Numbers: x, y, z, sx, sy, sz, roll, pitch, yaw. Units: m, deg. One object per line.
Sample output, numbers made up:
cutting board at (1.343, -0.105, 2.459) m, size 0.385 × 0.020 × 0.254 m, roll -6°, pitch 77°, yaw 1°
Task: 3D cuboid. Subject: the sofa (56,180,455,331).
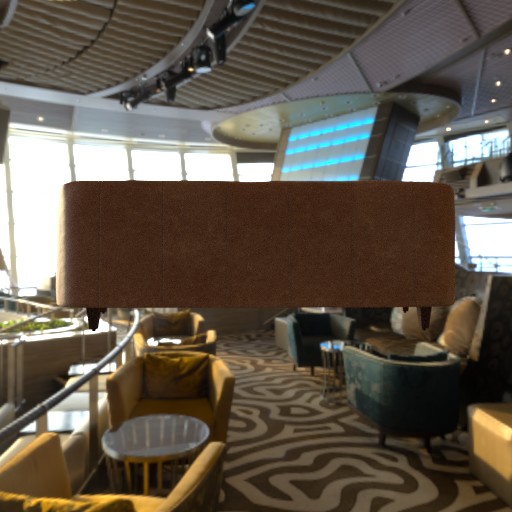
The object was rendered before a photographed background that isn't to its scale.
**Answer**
sofa at (0.000, 0.000, 2.692) m, size 2.257 × 0.791 × 0.922 m, roll 0°, pitch 0°, yaw -1°
